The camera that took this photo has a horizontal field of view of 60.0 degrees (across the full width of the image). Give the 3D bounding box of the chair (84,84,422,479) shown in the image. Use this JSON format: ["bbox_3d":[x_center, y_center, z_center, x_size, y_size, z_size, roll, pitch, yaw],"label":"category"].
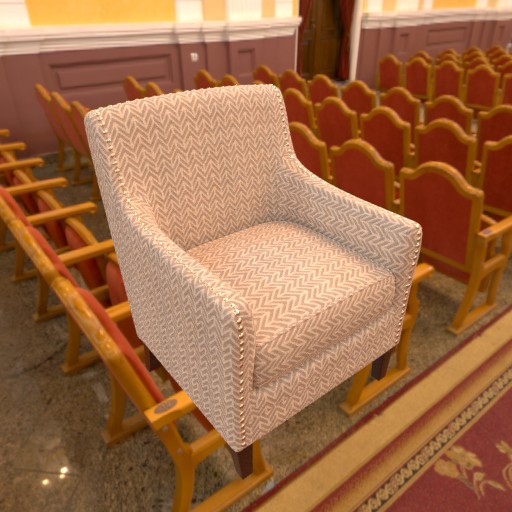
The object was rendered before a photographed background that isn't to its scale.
[{"bbox_3d":[0.000,0.000,1.264,0.623,0.816,0.651,-22,37,-32],"label":"chair"}]
